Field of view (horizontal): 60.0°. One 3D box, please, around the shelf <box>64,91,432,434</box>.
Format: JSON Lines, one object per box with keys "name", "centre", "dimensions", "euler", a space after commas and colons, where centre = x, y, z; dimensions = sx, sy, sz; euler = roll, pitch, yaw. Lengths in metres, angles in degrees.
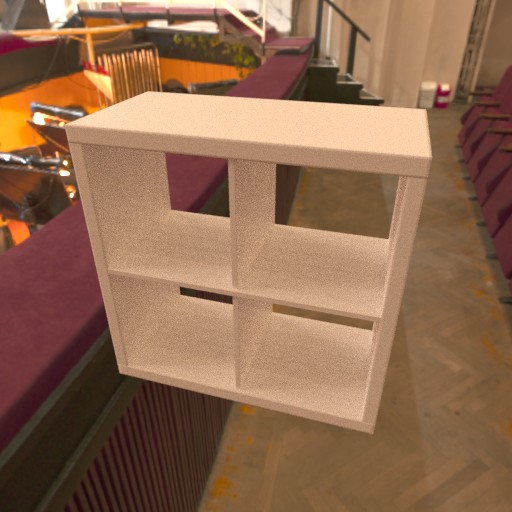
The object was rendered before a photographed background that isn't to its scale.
{"name": "shelf", "centre": [0.000, 0.000, 1.272], "dimensions": [0.790, 0.786, 0.390], "euler": [9, 32, 14]}
